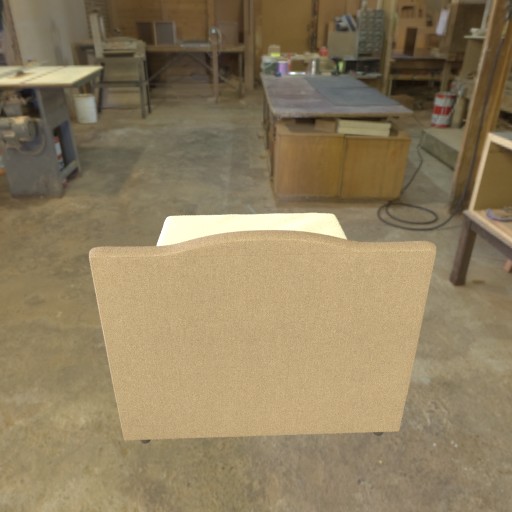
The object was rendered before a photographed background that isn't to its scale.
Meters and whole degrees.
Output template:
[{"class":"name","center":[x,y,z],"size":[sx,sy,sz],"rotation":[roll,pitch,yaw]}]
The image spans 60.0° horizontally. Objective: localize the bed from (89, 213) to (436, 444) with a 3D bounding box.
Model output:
[{"class":"bed","center":[0.000,0.000,3.434],"size":[1.821,1.436,2.282],"rotation":[-1,28,-2]}]
